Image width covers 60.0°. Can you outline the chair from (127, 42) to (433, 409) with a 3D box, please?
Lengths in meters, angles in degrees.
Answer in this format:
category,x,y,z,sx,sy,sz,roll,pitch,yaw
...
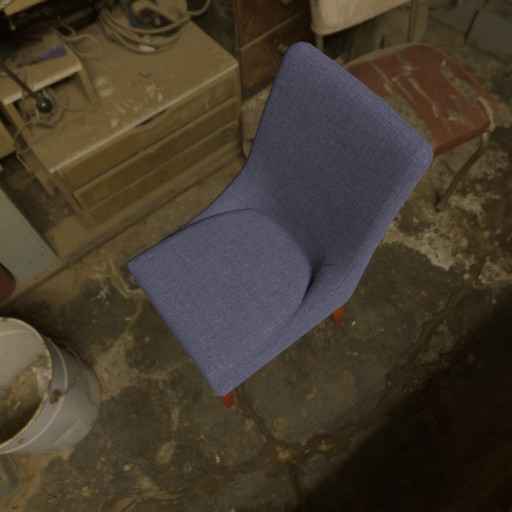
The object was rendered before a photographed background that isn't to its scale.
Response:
category,x,y,z,sx,sy,sz,roll,pitch,yaw
chair,0.000,0.000,1.343,0.655,0.952,0.508,-34,68,-16
